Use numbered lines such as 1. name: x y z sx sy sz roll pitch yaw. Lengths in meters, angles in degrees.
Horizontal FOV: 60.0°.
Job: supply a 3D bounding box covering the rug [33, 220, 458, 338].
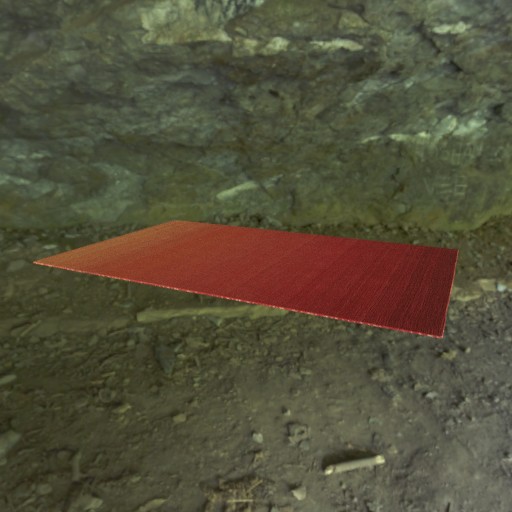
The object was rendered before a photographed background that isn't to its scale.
1. rug: 0.000 0.000 2.984 2.442 0.010 1.531 8 18 25
